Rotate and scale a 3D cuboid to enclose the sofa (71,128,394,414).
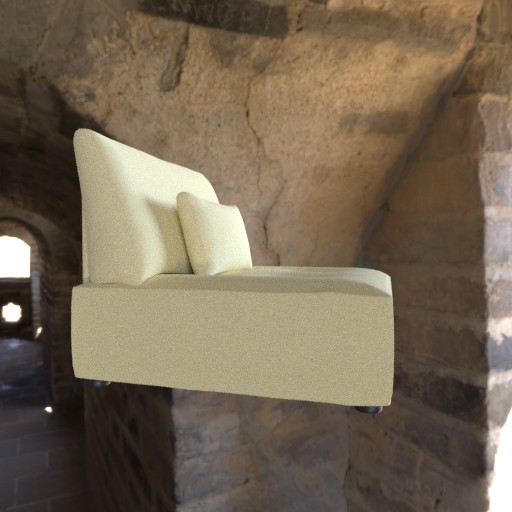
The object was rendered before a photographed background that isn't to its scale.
[{"bbox_3d":[0.000,0.000,1.700,1.000,0.820,0.930,0,1,16],"label":"sofa"}]
